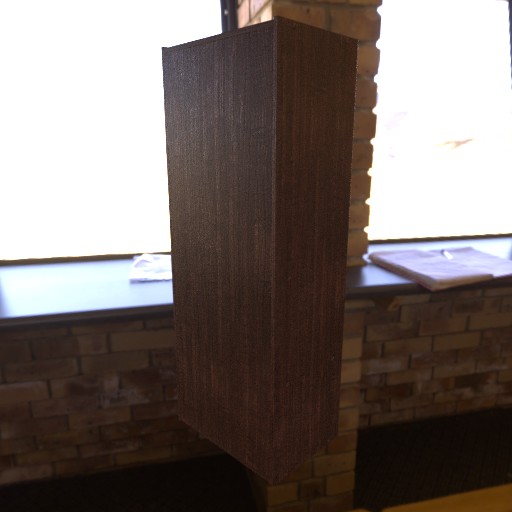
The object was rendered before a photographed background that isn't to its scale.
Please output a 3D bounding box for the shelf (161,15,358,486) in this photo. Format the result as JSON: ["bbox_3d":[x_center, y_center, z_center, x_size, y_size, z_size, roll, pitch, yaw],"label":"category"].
[{"bbox_3d":[0.000,0.000,1.244,0.415,1.099,0.290,14,19,43],"label":"shelf"}]
